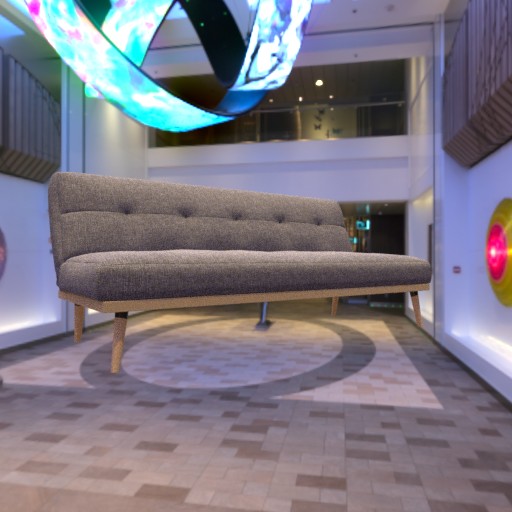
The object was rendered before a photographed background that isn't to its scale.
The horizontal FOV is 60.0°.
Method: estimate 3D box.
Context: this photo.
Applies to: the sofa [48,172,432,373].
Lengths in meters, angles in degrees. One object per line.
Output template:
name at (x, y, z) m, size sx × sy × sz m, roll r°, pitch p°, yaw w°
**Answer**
sofa at (0.000, 0.000, 2.245) m, size 1.820 × 0.770 × 0.820 m, roll 0°, pitch 0°, yaw -35°
